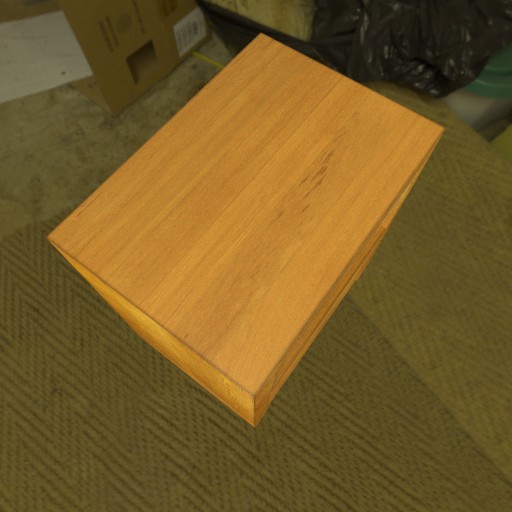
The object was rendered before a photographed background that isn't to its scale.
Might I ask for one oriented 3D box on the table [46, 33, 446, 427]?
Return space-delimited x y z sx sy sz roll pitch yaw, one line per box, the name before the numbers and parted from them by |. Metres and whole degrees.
table | 0.000 0.000 0.989 0.400 0.605 0.550 34 70 14
